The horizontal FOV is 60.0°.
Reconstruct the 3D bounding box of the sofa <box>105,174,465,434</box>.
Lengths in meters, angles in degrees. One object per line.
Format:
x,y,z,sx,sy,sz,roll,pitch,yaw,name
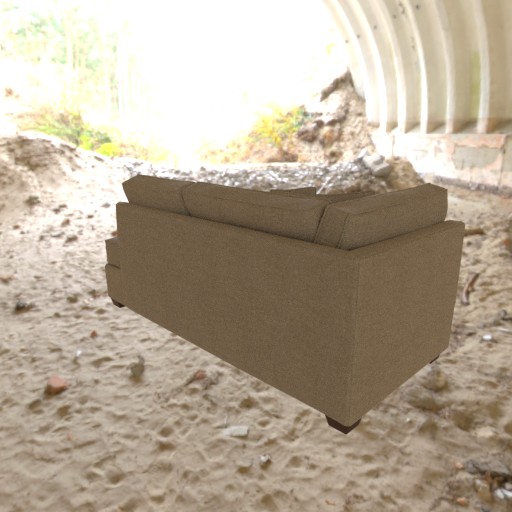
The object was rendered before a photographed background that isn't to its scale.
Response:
0.000,0.000,2.913,1.110,1.019,2.238,-15,21,-42,sofa
